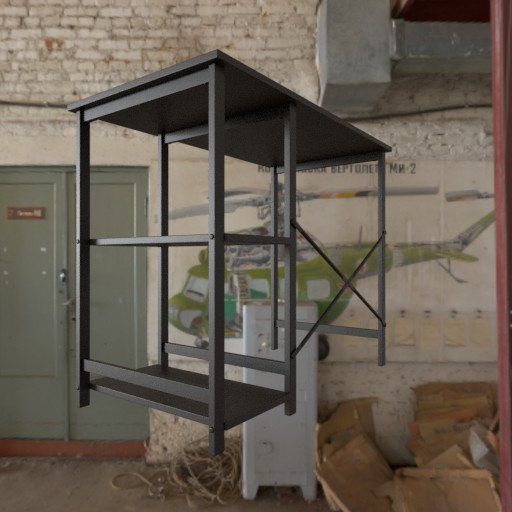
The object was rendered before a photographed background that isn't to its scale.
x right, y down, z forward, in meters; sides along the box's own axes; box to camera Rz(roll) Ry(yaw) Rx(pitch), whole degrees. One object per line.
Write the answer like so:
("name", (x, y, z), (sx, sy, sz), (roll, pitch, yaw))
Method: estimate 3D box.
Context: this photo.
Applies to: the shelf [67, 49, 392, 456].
("shelf", (0.000, 0.000, 1.312), (0.498, 0.749, 0.902), (0, 0, 37))
